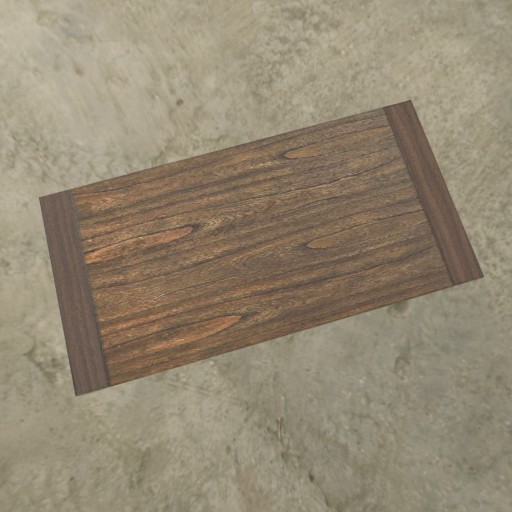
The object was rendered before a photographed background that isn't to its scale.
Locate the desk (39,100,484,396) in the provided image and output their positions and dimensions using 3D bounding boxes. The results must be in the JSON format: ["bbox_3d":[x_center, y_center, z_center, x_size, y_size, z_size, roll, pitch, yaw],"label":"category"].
[{"bbox_3d":[0.000,0.000,2.022,1.543,0.725,0.784,-16,77,-4],"label":"desk"}]
